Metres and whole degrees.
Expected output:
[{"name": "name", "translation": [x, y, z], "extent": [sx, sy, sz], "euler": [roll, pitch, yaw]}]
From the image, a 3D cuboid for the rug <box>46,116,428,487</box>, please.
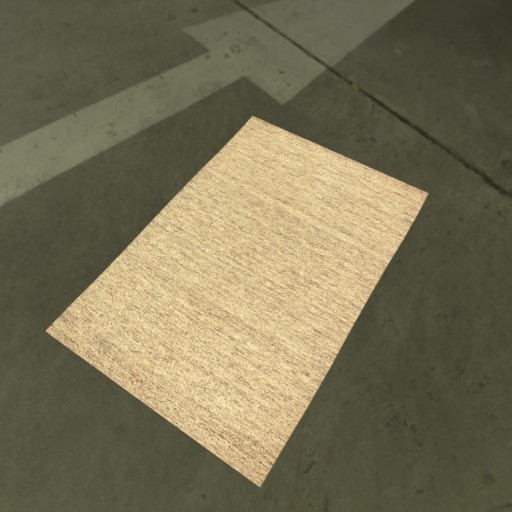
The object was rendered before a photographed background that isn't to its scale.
[{"name": "rug", "translation": [0.000, 0.000, 2.960], "extent": [1.547, 0.013, 2.283], "euler": [29, 62, 17]}]
